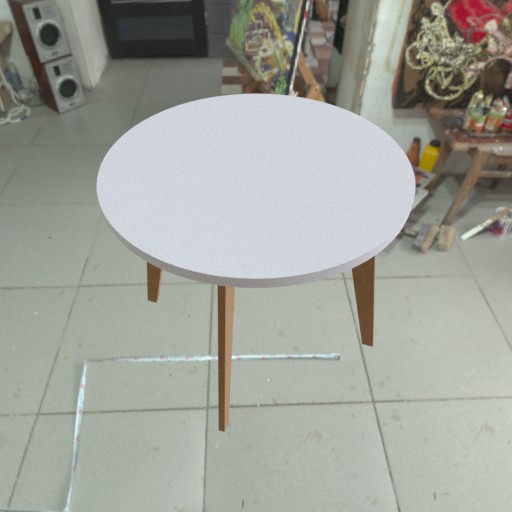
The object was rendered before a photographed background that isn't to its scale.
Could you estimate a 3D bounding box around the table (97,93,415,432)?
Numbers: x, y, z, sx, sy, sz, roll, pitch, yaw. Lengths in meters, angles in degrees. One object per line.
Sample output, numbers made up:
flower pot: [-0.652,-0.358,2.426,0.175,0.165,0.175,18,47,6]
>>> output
table: [0.000,0.000,1.553,0.896,0.762,0.896,0,45,0]
